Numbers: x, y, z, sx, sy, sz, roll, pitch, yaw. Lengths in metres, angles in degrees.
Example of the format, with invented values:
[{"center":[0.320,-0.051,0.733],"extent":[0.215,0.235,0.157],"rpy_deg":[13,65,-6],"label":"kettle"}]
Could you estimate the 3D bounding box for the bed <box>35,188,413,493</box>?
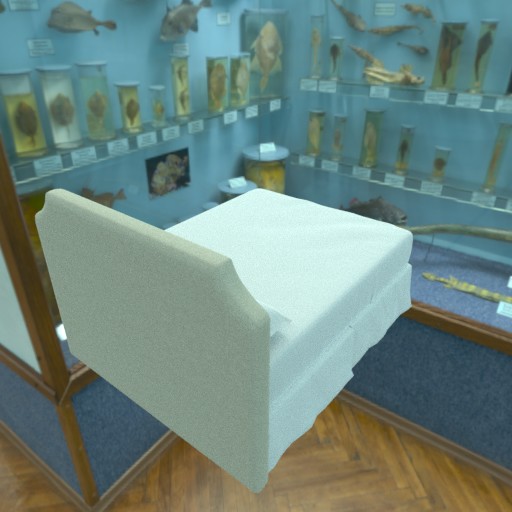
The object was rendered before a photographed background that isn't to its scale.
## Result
[{"center":[0.000,0.000,3.084],"extent":[1.693,1.290,2.116],"rpy_deg":[21,36,33],"label":"bed"}]
